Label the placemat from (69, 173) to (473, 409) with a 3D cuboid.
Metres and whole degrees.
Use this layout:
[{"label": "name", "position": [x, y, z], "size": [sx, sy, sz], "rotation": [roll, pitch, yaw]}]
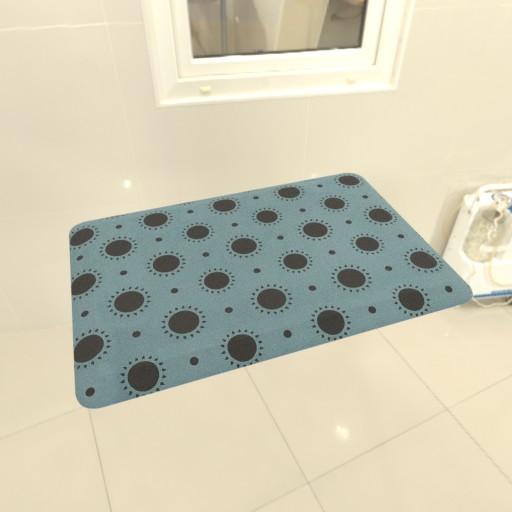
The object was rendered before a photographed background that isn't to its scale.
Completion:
[{"label": "placemat", "position": [0.000, 0.000, 0.954], "size": [0.762, 0.021, 0.508], "rotation": [-13, 43, -14]}]
